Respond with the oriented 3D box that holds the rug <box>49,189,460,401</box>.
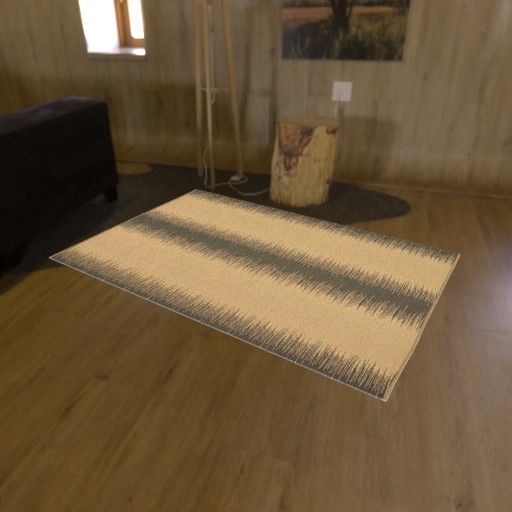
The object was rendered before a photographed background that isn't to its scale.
[{"bbox_3d":[0.000,0.000,2.389,1.854,0.006,1.234,17,33,28],"label":"rug"}]
